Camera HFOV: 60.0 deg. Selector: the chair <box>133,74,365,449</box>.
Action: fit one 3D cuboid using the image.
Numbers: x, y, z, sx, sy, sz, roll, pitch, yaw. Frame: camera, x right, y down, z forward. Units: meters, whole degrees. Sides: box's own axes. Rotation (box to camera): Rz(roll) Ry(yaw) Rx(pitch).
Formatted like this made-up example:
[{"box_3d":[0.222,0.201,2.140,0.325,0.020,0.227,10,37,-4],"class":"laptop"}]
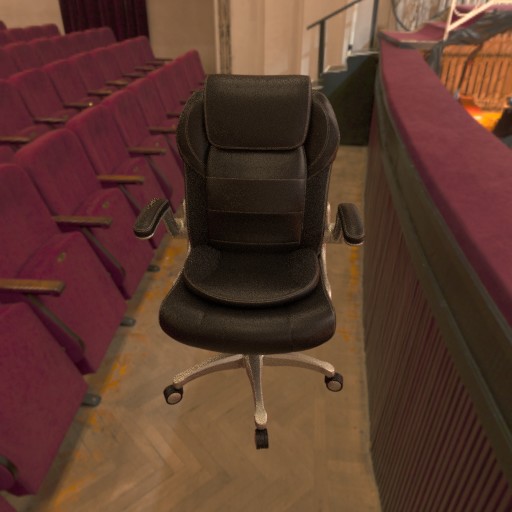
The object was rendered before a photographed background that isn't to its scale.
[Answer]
[{"box_3d":[0.000,0.000,1.615,0.724,1.141,0.801,2,31,3],"class":"chair"}]
